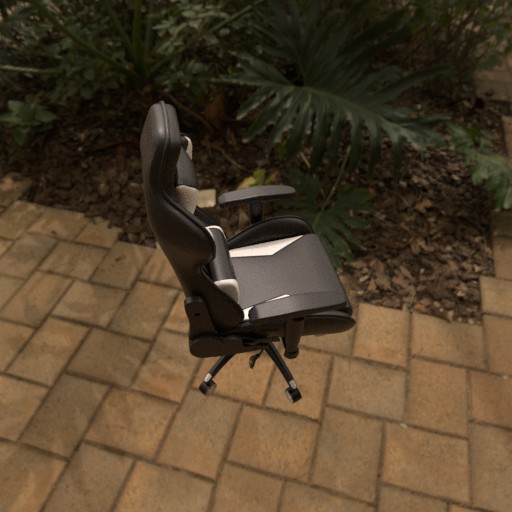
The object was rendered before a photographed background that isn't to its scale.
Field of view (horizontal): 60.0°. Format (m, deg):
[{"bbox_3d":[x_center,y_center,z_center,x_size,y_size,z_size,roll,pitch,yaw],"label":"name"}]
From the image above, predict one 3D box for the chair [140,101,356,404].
[{"bbox_3d":[0.000,0.000,1.739,0.695,1.285,0.730,-9,47,-9],"label":"chair"}]
